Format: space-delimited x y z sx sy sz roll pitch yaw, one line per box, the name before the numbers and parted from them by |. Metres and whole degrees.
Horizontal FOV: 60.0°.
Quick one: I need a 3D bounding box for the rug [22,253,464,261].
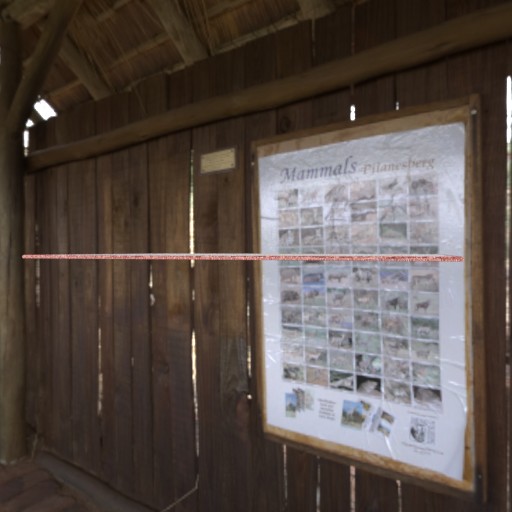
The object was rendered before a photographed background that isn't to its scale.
rug | 0.000 0.000 2.287 1.829 0.016 1.219 0 1 19
